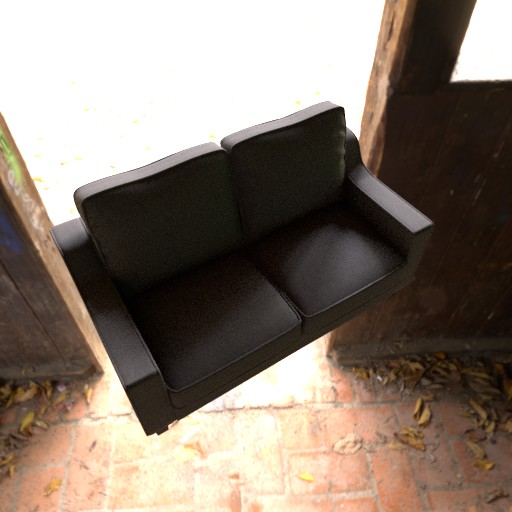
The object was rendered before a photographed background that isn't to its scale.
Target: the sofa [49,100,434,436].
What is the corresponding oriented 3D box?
[{"bbox_3d":[0.000,0.000,2.030,1.500,0.948,0.791,-25,53,-21],"label":"sofa"}]
